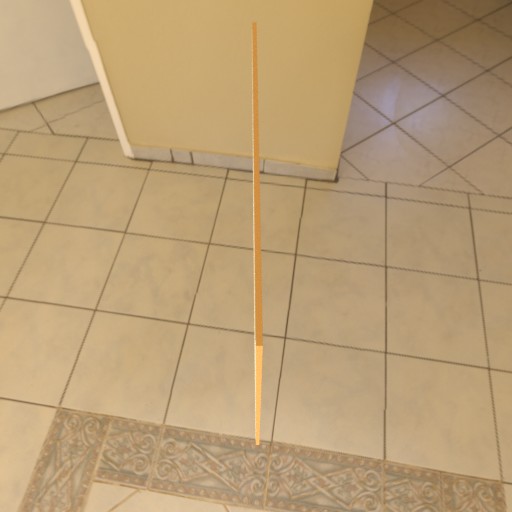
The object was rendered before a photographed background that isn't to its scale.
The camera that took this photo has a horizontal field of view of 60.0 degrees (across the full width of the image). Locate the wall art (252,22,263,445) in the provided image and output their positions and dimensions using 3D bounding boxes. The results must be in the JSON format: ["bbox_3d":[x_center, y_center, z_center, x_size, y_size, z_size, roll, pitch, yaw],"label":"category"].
[{"bbox_3d":[0.000,0.000,1.406,0.013,0.959,0.962,-1,58,0],"label":"wall art"}]
